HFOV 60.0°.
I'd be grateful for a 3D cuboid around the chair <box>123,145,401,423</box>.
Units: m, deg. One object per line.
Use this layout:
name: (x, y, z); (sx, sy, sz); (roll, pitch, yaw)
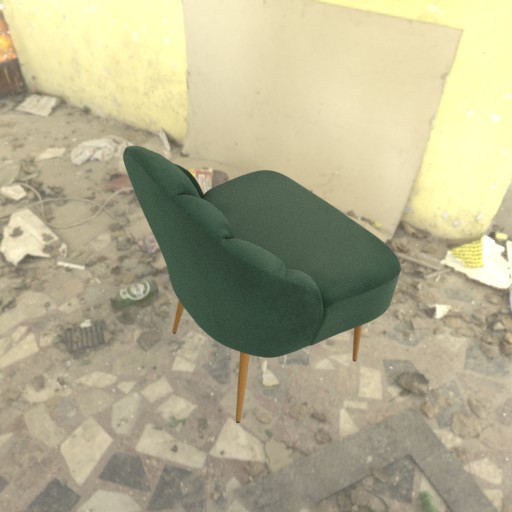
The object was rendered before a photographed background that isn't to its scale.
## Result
chair: (0.000, 0.000, 1.296); (0.599, 0.819, 0.657); (-25, 46, -26)
